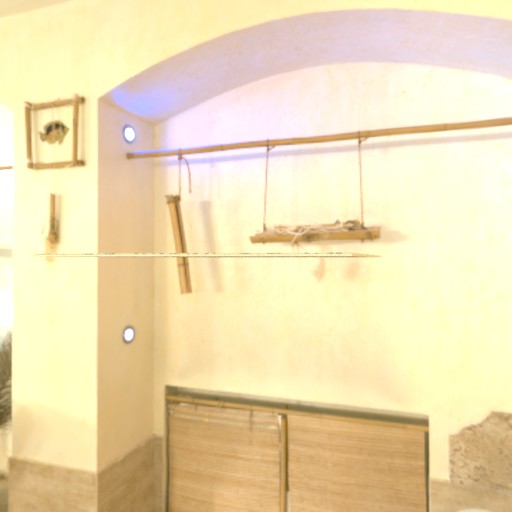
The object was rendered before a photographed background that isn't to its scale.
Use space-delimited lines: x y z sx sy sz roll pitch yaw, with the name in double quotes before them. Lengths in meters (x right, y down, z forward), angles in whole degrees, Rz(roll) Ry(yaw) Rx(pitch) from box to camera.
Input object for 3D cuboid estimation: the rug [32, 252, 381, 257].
"rug" 0.000 0.000 3.565 1.819 0.018 2.746 0 0 18
